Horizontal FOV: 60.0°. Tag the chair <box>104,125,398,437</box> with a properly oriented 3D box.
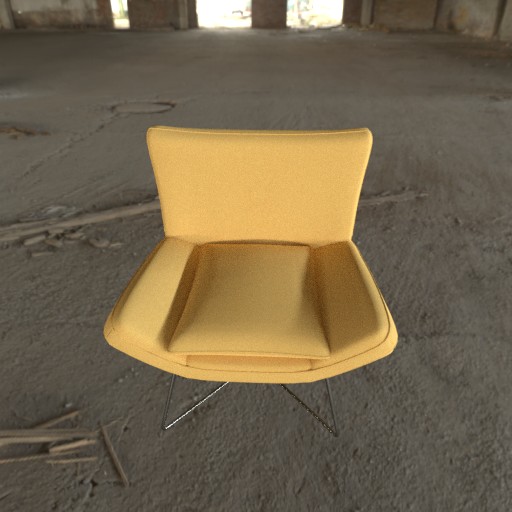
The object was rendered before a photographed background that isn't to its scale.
[{"bbox_3d":[0.000,0.000,1.678,0.859,0.855,1.008,1,30,2],"label":"chair"}]
